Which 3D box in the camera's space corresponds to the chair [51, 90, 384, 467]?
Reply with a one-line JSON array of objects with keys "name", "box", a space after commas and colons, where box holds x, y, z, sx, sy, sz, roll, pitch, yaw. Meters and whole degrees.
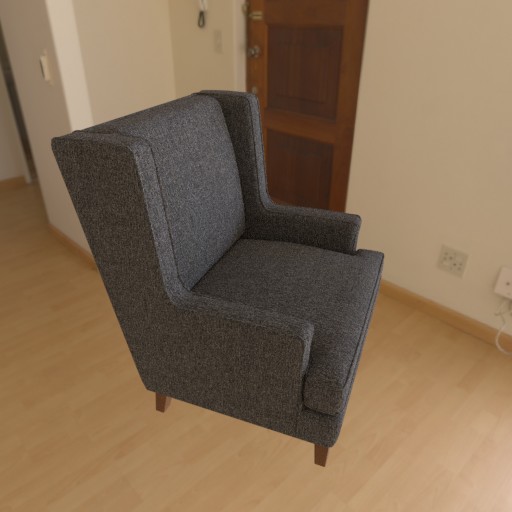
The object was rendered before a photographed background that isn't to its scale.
[{"name": "chair", "box": [0.000, 0.000, 1.757, 0.927, 1.082, 0.942, 11, 31, 19]}]
